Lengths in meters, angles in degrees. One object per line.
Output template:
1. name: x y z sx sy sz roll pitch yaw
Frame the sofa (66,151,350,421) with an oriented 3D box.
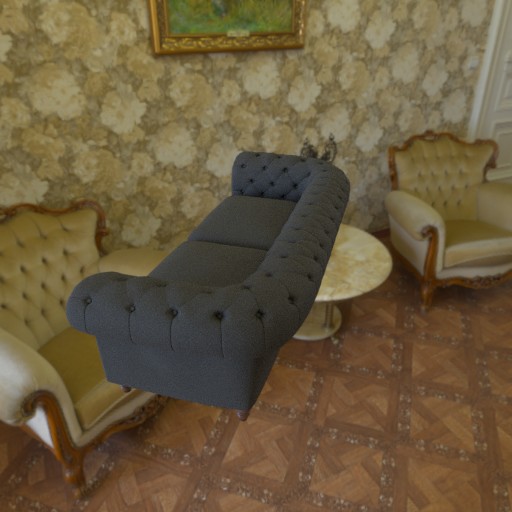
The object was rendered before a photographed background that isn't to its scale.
1. sofa: 0.000 0.000 2.813 0.991 0.762 2.362 8 29 15
